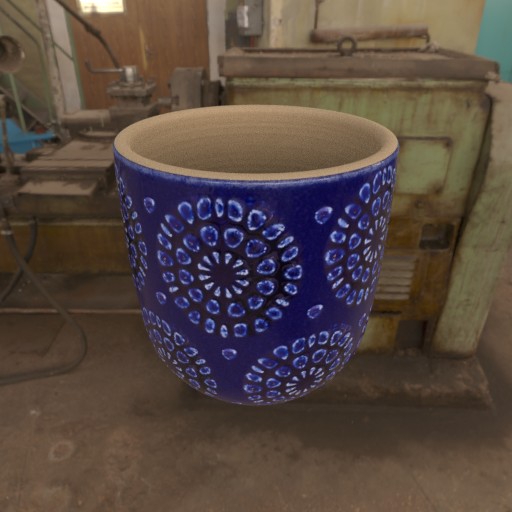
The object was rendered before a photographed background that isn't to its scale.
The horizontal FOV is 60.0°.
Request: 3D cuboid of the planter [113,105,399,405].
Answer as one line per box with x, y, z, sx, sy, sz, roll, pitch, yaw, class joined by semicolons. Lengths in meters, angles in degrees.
0.000;0.000;0.200;0.109;0.112;0.109;0;30;0;planter
